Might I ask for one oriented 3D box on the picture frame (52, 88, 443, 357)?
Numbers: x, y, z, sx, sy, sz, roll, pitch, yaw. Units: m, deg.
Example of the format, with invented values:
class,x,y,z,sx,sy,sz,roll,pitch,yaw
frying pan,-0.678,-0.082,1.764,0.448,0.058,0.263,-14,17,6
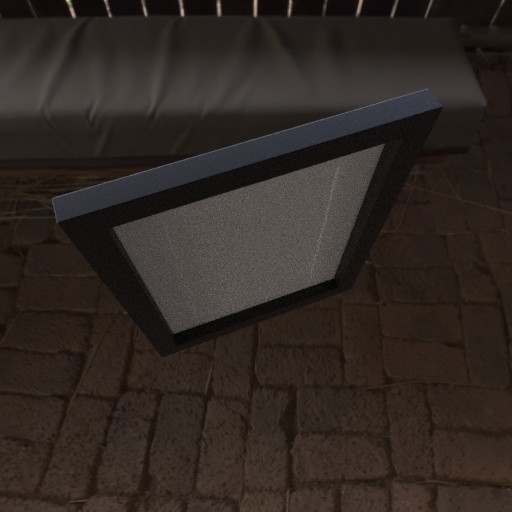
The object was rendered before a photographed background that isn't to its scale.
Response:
class,x,y,z,sx,sy,sz,roll,pitch,yaw
picture frame,0.000,0.000,0.509,0.307,0.383,0.036,-19,65,-9
